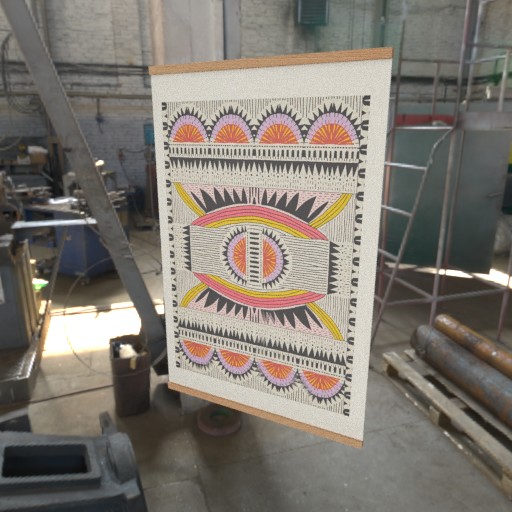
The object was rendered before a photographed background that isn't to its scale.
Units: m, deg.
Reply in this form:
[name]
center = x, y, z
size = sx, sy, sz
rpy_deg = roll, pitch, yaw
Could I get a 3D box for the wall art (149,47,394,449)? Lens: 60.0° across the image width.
[wall art]
center = 0.000, 0.000, 1.863
size = 0.999, 1.533, 0.028
rpy_deg = 8, 18, 26
